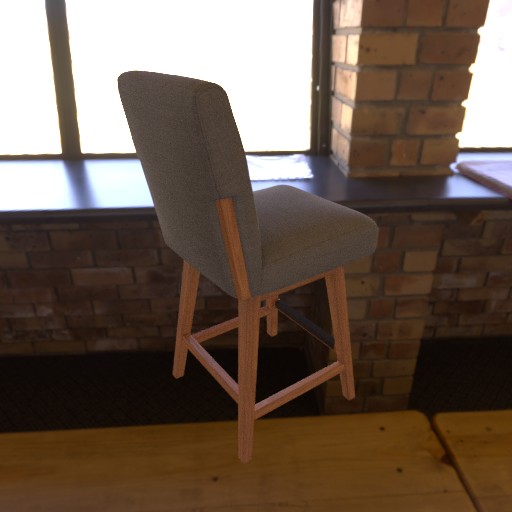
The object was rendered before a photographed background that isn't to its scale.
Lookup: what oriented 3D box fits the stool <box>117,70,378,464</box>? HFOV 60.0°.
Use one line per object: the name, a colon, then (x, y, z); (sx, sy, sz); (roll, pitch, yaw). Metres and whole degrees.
stool: (0.000, 0.000, 1.304); (0.570, 1.019, 0.459); (-18, 31, -31)
